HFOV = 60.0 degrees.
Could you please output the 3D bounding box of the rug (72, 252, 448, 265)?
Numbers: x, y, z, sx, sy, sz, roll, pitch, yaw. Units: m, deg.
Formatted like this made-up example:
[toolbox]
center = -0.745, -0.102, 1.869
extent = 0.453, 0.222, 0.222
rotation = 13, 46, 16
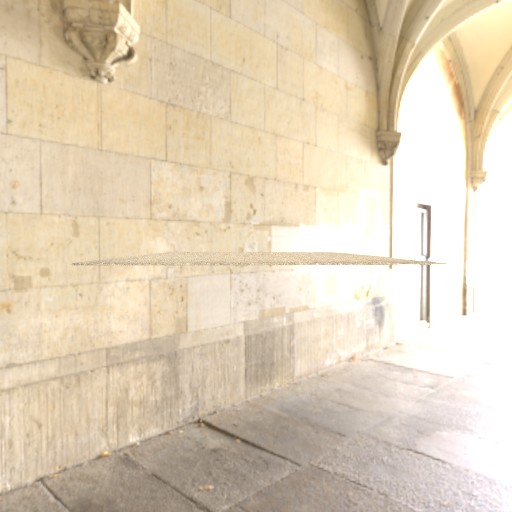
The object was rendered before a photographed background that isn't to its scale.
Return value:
[rug]
center = 0.000, 0.000, 2.333
extent = 1.211, 0.007, 1.827
rotation = 0, 2, -1
